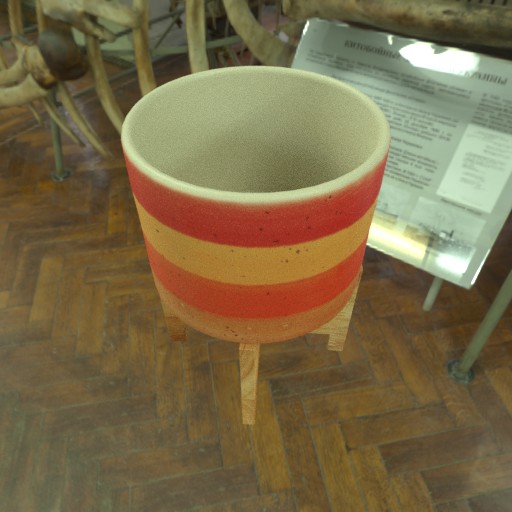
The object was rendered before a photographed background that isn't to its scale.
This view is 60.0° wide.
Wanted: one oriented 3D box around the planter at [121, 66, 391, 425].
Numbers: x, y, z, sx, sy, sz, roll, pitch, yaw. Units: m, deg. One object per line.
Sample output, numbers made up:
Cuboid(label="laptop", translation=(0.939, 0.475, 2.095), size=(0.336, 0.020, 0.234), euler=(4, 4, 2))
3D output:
Cuboid(label="planter", translation=(0.000, 0.000, 0.562), size=(0.269, 0.379, 0.269), euler=(0, 45, 0))
